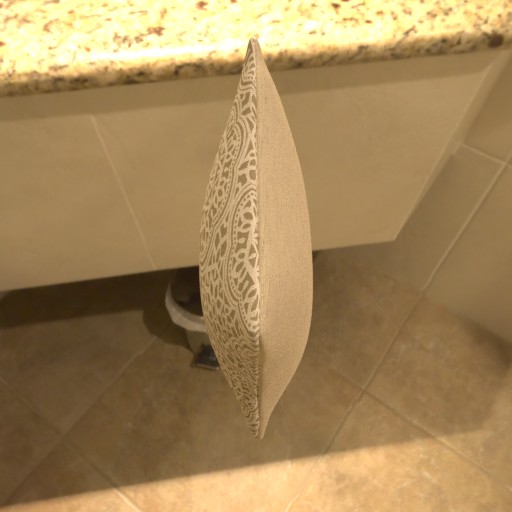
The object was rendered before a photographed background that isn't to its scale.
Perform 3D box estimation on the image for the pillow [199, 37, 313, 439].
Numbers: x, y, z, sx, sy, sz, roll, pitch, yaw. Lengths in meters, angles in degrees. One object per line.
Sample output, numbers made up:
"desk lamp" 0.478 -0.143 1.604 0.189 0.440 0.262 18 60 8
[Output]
"pillow" 0.000 0.000 0.656 0.167 0.421 0.438 -1 57 0
